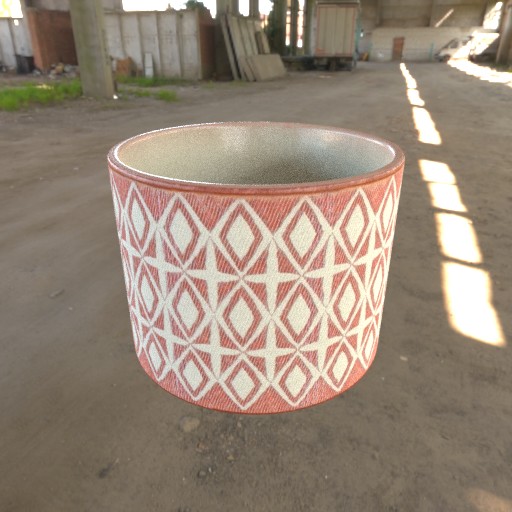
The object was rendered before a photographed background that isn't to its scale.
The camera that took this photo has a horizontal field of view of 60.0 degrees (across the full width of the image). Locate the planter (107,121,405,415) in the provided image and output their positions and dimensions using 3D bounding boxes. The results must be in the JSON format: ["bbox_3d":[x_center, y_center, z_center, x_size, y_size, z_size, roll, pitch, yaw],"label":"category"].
[{"bbox_3d":[0.000,0.000,0.476,0.273,0.237,0.273,0,26,0],"label":"planter"}]
